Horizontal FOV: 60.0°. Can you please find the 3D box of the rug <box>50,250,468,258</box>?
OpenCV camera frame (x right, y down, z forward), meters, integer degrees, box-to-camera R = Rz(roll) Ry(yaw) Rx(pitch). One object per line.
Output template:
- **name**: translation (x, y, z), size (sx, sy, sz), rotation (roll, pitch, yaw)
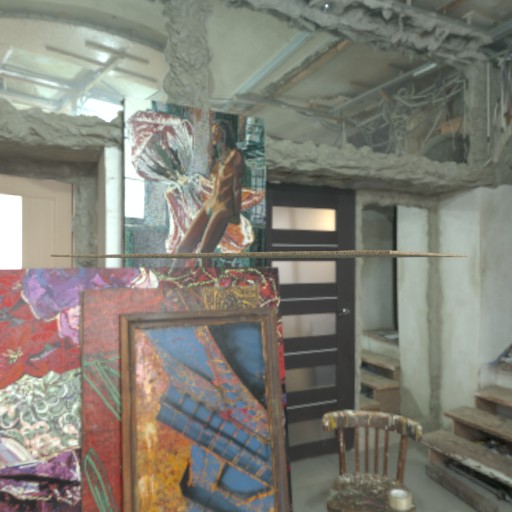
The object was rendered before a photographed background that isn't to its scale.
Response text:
- **rug**: translation (0.000, 0.000, 2.319), size (1.822, 0.018, 1.211), rotation (0, -1, 35)
